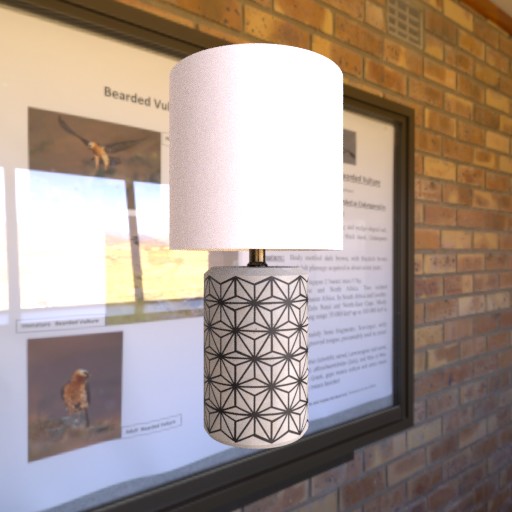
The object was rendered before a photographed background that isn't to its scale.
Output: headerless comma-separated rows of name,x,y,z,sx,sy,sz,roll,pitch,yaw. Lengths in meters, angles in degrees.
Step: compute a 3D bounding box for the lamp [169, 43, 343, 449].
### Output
lamp,0.000,0.000,0.536,0.206,0.416,0.206,0,0,20
